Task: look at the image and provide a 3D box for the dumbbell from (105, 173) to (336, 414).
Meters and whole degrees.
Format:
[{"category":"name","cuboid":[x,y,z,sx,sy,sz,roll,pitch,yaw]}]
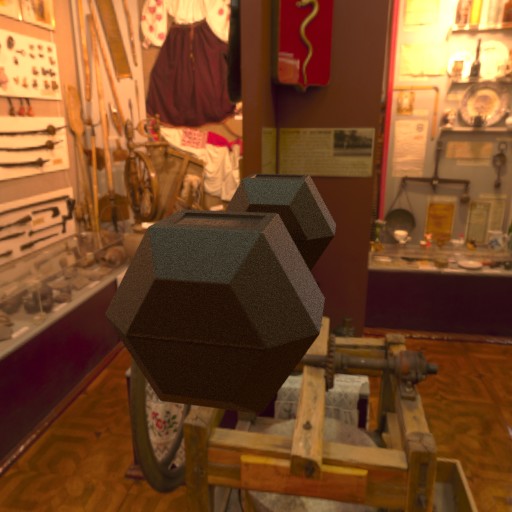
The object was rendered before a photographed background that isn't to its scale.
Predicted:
[{"category":"dumbbell","cuboid":[0.000,0.000,0.423,0.141,0.123,0.356,3,17,11]}]
